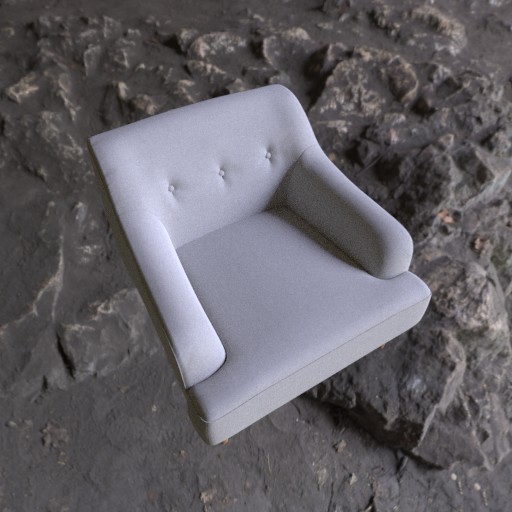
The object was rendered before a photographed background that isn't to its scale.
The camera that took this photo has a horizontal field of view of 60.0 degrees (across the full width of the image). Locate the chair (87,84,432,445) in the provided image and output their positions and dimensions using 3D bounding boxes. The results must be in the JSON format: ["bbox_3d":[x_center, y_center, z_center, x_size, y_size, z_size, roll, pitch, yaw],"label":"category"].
[{"bbox_3d":[0.000,0.000,1.661,0.946,0.818,0.951,-24,51,-21],"label":"chair"}]
